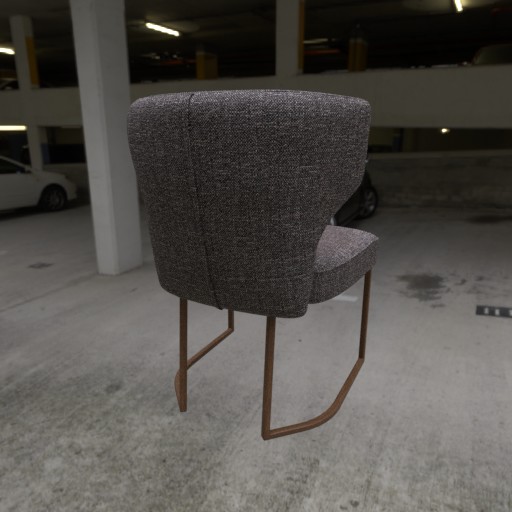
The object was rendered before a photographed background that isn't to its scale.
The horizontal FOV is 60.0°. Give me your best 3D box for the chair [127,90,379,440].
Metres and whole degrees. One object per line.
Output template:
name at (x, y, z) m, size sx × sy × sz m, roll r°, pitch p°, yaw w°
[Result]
chair at (0.000, 0.000, 1.224) m, size 0.611 × 0.824 × 0.617 m, roll 8°, pitch 18°, yaw 25°
